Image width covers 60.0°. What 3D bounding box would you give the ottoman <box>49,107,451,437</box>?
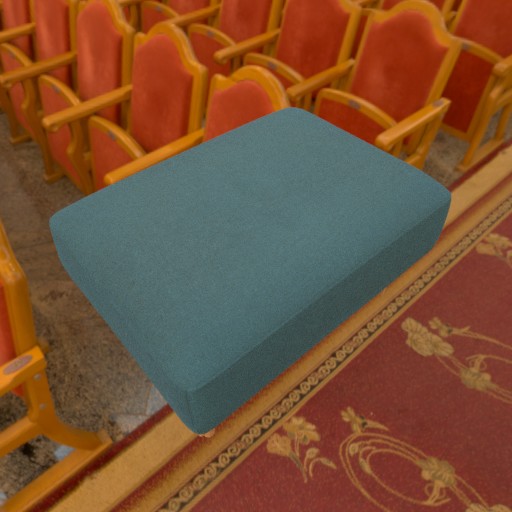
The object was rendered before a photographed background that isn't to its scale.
[{"bbox_3d":[0.000,0.000,1.074,0.749,0.428,0.549,-32,55,-27],"label":"ottoman"}]
